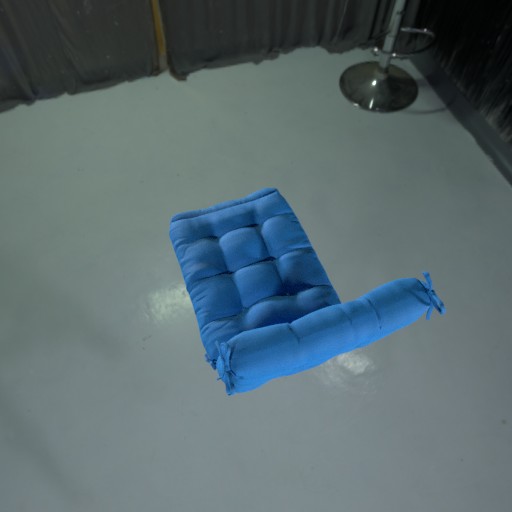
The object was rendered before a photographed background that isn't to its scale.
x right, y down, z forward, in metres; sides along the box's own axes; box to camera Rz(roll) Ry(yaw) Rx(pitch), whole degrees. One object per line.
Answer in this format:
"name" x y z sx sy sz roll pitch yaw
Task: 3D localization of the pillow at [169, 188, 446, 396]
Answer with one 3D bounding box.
"pillow" 0.000 0.000 1.495 0.526 0.863 1.016 -17 60 -10
